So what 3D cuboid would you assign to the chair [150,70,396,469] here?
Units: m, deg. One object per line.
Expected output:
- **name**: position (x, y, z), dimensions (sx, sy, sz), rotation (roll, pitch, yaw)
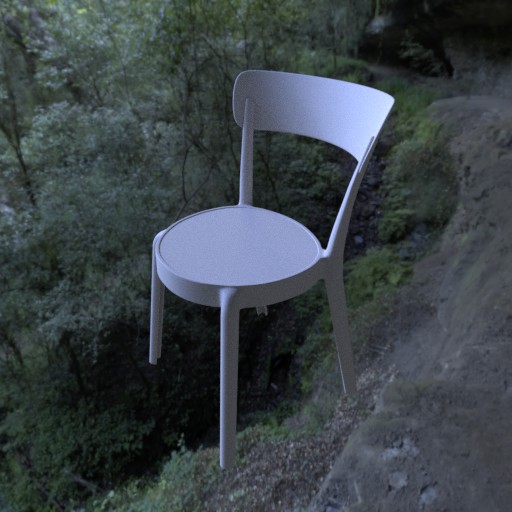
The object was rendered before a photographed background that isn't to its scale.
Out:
- **chair**: position (0.000, 0.000, 1.110), dimensions (0.491, 0.790, 0.506), rotation (-19, 36, -29)
